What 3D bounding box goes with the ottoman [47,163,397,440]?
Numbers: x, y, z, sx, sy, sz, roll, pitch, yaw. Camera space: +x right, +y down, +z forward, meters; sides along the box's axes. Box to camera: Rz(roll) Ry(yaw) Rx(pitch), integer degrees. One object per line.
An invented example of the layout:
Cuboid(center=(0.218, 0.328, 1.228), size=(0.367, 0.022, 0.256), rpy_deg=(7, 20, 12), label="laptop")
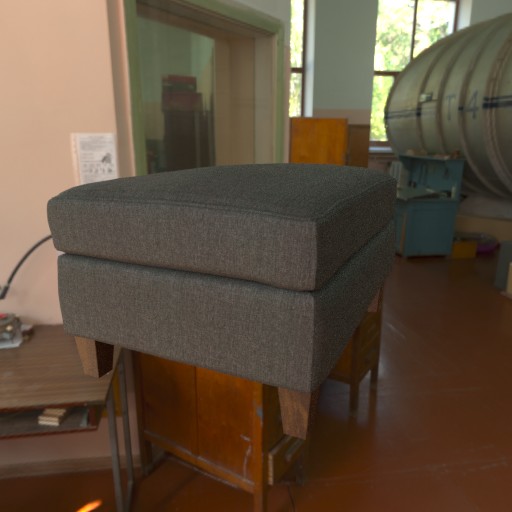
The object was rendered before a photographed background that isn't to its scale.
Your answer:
Cuboid(center=(0.000, 0.000, 1.209), size=(0.639, 0.496, 0.826), rpy_deg=(7, 17, 24), label="ottoman")
